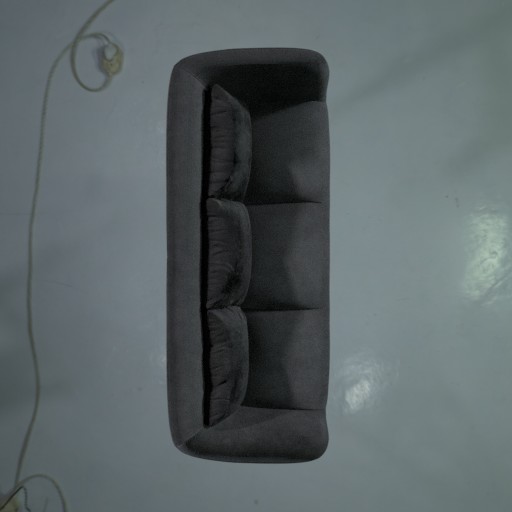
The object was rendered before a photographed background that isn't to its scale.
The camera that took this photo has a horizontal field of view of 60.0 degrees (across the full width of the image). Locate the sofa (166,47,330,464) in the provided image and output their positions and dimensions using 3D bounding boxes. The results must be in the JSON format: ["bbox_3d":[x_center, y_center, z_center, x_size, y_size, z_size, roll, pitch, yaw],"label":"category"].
[{"bbox_3d":[0.000,0.000,2.744,0.956,0.875,2.296,0,91,0],"label":"sofa"}]
